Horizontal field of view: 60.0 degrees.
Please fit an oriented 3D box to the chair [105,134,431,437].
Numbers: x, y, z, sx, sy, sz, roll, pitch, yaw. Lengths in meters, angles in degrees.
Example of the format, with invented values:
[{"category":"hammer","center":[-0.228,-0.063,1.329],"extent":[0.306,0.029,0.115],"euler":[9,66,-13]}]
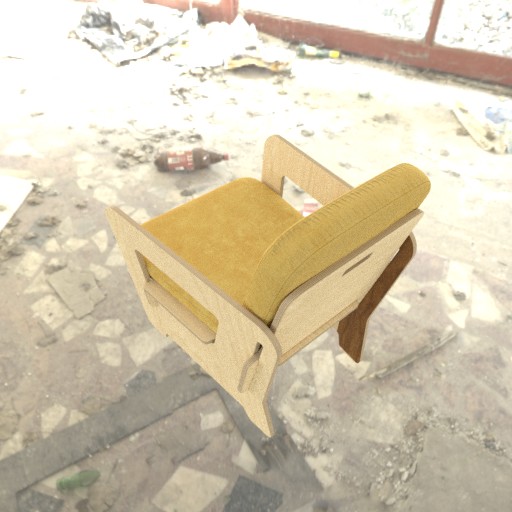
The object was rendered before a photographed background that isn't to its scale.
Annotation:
[{"category":"chair","center":[0.000,0.000,1.282],"extent":[0.590,0.800,0.710],"euler":[-30,52,-27]}]
